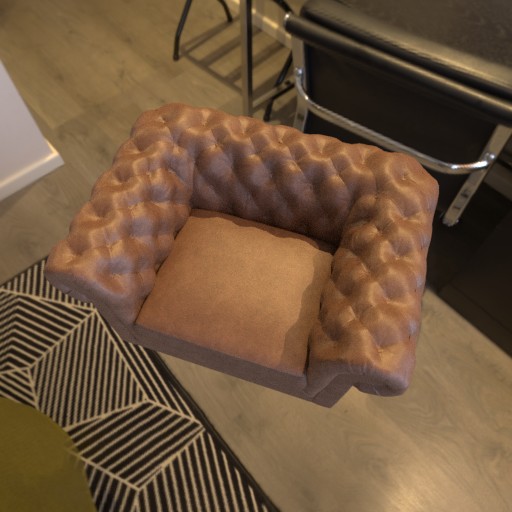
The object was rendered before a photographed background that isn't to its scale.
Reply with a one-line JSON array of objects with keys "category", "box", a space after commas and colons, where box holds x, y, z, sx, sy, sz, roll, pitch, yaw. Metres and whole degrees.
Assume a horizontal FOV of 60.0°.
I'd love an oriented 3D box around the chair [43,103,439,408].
[{"category": "chair", "box": [0.000, 0.000, 1.905, 1.298, 0.784, 0.954, 16, 62, 9]}]
